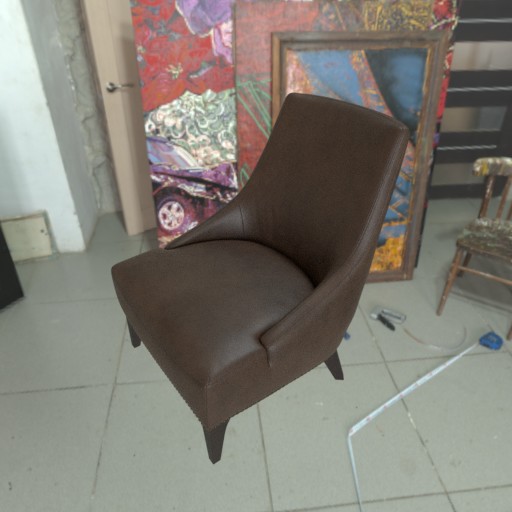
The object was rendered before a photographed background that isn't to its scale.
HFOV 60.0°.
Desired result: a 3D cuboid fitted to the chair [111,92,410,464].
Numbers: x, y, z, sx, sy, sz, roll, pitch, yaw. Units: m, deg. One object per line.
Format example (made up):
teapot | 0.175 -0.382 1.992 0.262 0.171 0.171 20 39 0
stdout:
chair | 0.000 0.000 1.537 0.861 0.909 0.701 -22 39 -29
